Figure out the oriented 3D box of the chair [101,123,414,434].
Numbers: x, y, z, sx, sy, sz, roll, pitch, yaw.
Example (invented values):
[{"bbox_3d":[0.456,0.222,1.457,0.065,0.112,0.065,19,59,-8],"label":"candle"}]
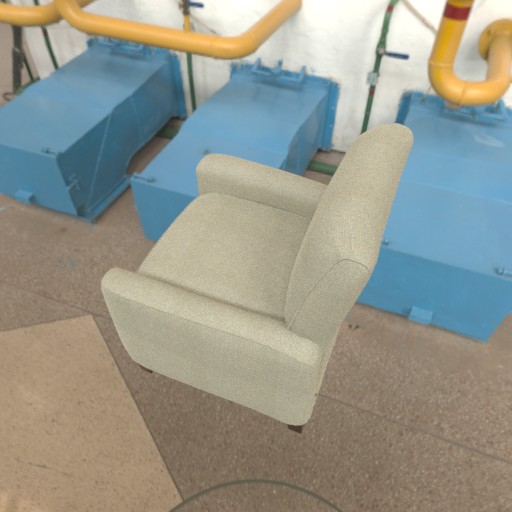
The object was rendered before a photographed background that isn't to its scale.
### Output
[{"bbox_3d":[0.000,0.000,1.664,0.853,1.006,0.850,17,50,15],"label":"chair"}]
